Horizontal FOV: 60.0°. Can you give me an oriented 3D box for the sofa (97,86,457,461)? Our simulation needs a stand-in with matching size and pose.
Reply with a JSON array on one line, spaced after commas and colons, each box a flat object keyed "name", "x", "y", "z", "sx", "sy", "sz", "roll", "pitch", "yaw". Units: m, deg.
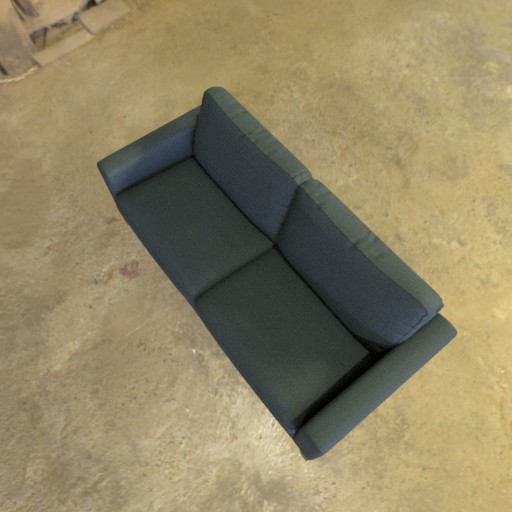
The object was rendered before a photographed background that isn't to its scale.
[{"name": "sofa", "x": 0.000, "y": 0.000, "z": 2.385, "sx": 0.877, "sy": 0.865, "sz": 1.900, "roll": -35, "pitch": 68, "yaw": -16}]
